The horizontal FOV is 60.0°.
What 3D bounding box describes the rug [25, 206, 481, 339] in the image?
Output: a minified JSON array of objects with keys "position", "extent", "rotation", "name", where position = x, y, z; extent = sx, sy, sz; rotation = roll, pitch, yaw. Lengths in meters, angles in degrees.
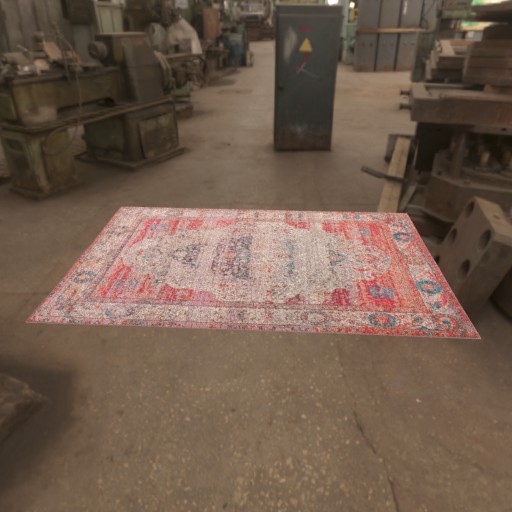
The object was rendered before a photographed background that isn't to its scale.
[{"position":[0.000,0.000,2.301],"extent":[1.829,0.006,1.219],"rotation":[2,29,3],"name":"rug"}]
